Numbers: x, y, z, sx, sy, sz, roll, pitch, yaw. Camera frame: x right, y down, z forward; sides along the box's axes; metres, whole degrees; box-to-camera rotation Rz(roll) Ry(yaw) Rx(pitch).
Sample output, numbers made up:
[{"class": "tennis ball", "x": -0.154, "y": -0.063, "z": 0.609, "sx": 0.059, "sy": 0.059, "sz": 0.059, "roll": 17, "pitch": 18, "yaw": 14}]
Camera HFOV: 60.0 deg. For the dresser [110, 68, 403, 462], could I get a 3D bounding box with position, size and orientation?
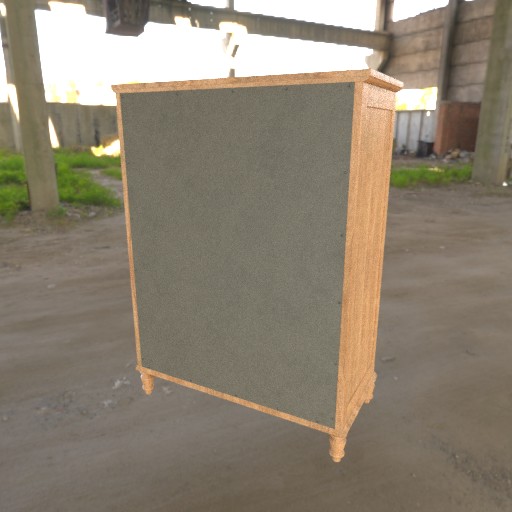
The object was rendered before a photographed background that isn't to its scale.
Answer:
[{"class": "dresser", "x": 0.000, "y": 0.000, "z": 1.813, "sx": 0.973, "sy": 1.318, "sz": 0.484, "roll": 9, "pitch": 18, "yaw": 27}]
